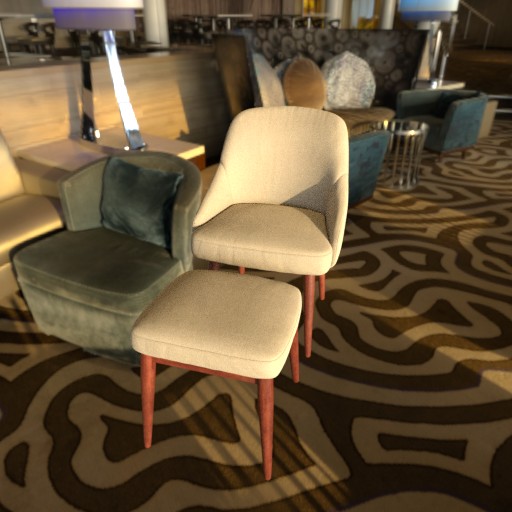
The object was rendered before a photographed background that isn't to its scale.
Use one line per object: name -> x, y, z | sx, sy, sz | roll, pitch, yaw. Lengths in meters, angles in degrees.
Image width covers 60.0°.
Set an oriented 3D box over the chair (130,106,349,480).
chair -> 0.000, 0.000, 1.611 | 0.584, 0.866, 1.114 | 8, 29, 14
